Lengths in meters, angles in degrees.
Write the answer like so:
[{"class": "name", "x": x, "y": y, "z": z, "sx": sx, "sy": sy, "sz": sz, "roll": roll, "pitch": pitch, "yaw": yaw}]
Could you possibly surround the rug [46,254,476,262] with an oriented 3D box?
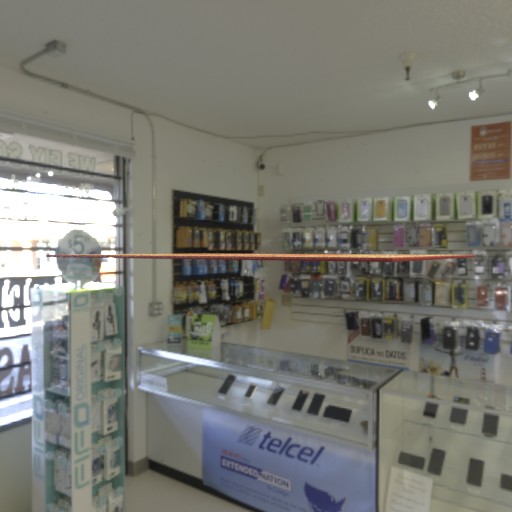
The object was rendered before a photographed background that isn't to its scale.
[{"class": "rug", "x": 0.000, "y": 0.000, "z": 2.221, "sx": 1.802, "sy": 0.013, "sz": 1.194, "roll": 0, "pitch": 1, "yaw": 36}]
